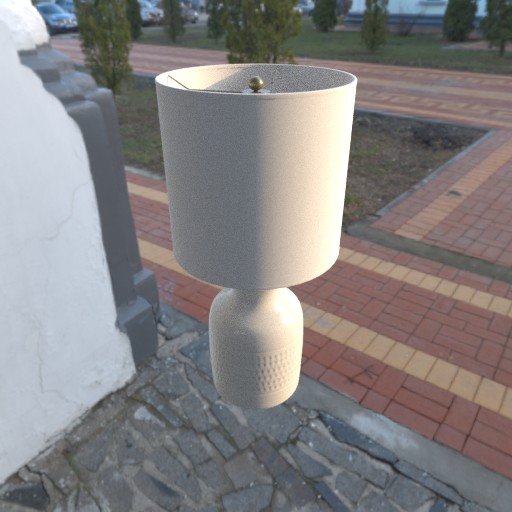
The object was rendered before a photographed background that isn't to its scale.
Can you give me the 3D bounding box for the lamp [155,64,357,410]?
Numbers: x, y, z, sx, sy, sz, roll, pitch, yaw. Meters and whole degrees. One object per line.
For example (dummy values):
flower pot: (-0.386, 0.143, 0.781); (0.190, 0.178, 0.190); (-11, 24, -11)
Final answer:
lamp: (0.000, 0.000, 0.516); (0.188, 0.392, 0.188); (-20, 35, -31)
